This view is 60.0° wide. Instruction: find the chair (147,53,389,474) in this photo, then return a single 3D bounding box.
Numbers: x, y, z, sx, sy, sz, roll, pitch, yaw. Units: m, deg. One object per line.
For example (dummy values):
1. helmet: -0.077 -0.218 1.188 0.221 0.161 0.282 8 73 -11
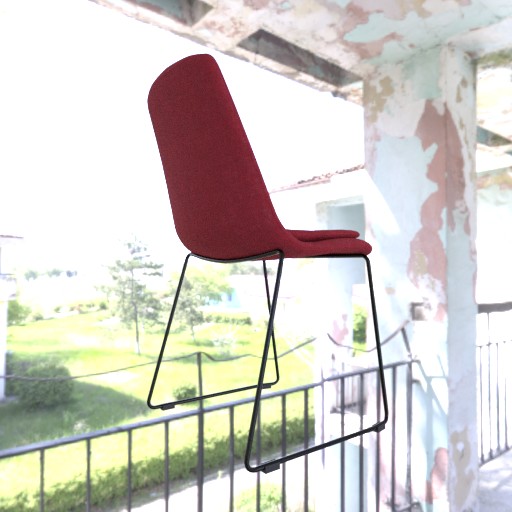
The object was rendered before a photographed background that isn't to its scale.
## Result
1. chair: 0.000 0.000 1.154 0.518 0.858 0.479 1 -1 -37
